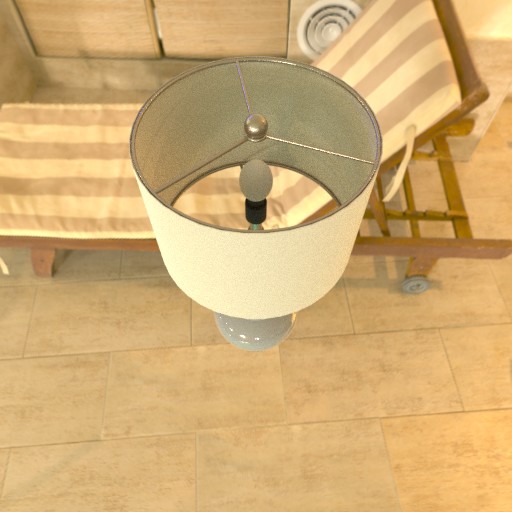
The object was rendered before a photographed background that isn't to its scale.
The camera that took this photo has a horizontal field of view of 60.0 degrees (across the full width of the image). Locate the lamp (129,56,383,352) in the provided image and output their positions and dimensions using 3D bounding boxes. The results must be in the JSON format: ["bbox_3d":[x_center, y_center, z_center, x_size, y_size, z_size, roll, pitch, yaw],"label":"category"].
[{"bbox_3d":[0.000,0.000,0.931,0.367,0.730,0.367,1,57,1],"label":"lamp"}]
